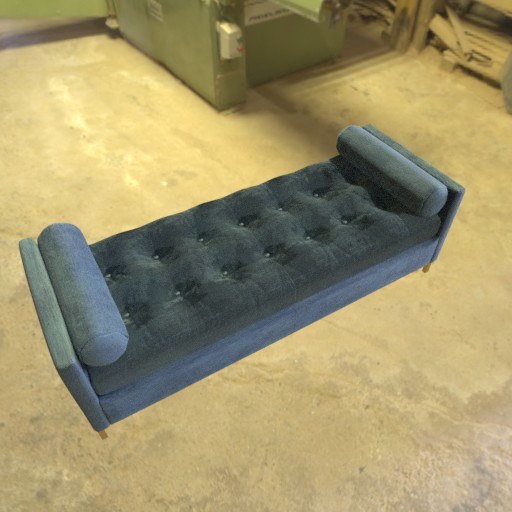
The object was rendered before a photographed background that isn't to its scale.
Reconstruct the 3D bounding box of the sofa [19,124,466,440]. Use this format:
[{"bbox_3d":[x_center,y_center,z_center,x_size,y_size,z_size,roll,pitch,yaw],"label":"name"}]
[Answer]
[{"bbox_3d":[0.000,0.000,2.364,2.102,0.705,0.796,-23,50,-21],"label":"sofa"}]
